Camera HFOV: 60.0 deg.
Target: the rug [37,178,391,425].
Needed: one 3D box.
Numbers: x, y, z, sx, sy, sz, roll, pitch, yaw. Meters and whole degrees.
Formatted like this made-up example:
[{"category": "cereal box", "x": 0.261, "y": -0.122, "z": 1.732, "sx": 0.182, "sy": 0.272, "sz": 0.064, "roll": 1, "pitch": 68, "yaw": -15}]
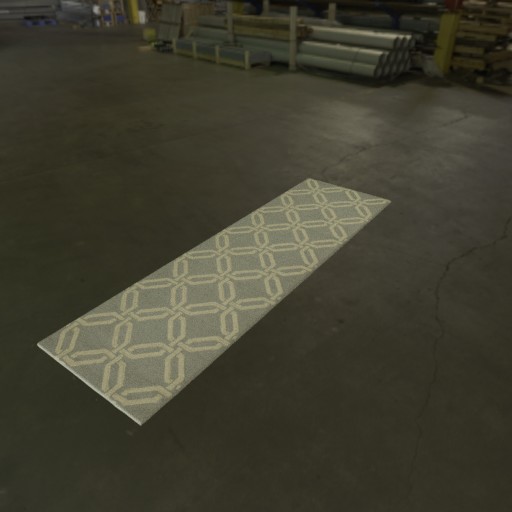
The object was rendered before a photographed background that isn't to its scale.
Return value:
[{"category": "rug", "x": 0.000, "y": 0.000, "z": 2.518, "sx": 0.678, "sy": 0.014, "sz": 2.276, "roll": 22, "pitch": 39, "yaw": 30}]
